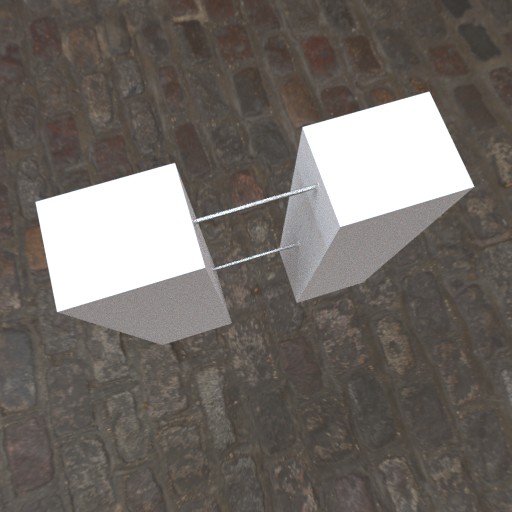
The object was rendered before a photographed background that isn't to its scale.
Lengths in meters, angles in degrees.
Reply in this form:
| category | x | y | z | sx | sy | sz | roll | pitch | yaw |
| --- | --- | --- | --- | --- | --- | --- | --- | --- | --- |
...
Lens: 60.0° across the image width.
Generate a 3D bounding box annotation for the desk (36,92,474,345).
| category | x | y | z | sx | sy | sz | roll | pitch | yaw |
| --- | --- | --- | --- | --- | --- | --- | --- | --- | --- |
| desk | 0.000 | 0.000 | 2.818 | 1.770 | 2.000 | 0.480 | -17 | 76 | -4 |
